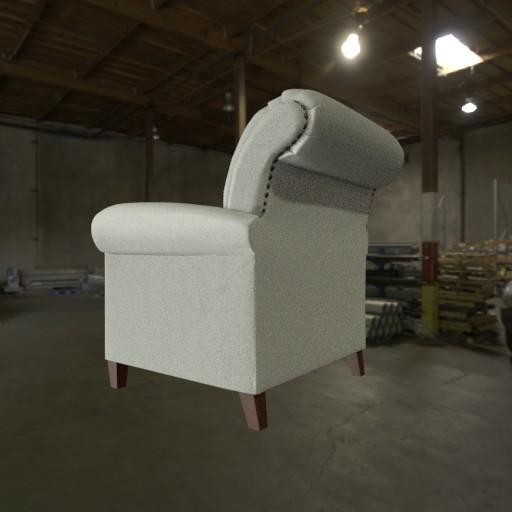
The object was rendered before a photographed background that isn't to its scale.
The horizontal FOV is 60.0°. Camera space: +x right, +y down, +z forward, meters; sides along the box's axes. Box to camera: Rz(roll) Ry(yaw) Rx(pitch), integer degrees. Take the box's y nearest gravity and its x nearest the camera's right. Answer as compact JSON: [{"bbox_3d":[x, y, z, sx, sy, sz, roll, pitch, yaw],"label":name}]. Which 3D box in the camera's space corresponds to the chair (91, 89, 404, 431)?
[{"bbox_3d":[0.000,0.000,1.615,0.890,0.927,0.854,0,1,37],"label":"chair"}]
